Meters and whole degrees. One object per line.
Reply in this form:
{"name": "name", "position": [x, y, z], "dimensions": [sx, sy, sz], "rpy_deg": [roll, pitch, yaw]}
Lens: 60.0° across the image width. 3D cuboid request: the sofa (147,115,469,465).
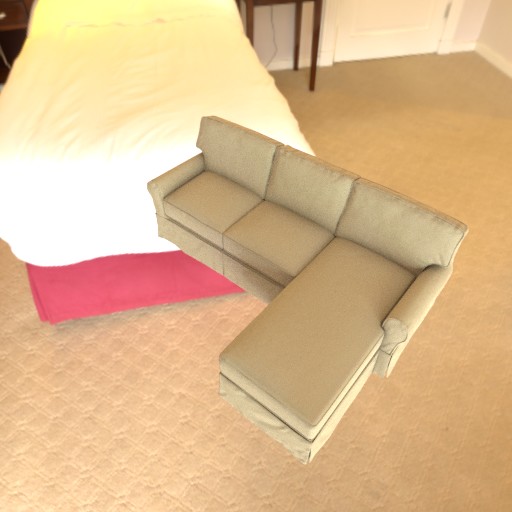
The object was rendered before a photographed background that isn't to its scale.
{"name": "sofa", "position": [0.000, 0.000, 3.383], "dimensions": [2.475, 0.978, 1.733], "rpy_deg": [30, 53, 26]}
